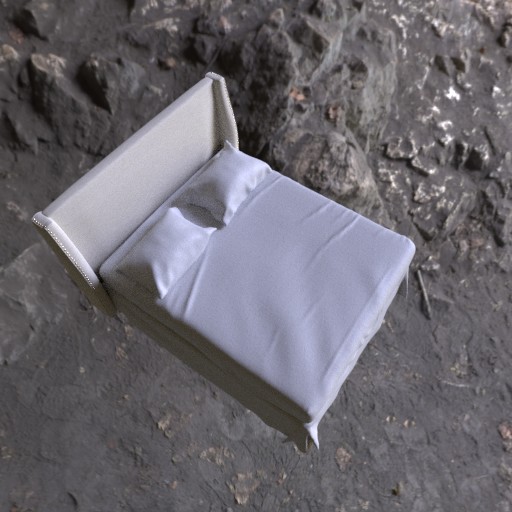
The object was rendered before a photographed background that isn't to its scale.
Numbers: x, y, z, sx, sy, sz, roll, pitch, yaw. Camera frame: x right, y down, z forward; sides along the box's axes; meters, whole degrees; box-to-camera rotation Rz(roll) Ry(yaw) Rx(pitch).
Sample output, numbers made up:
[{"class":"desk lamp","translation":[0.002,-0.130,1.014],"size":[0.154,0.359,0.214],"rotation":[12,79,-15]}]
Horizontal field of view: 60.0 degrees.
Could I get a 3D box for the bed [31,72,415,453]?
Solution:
[{"class":"bed","translation":[0.000,0.000,3.482],"size":[2.276,1.332,1.925],"rotation":[31,63,18]}]
